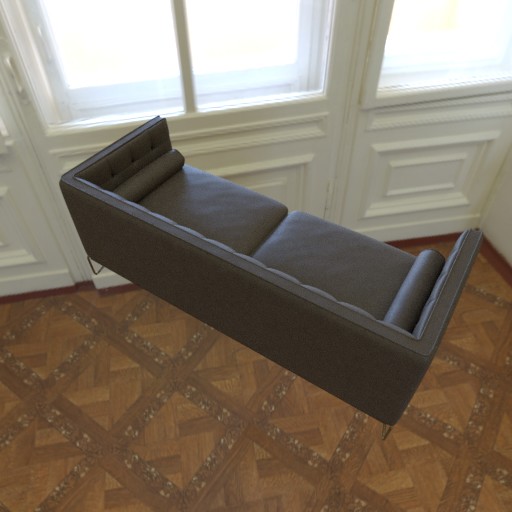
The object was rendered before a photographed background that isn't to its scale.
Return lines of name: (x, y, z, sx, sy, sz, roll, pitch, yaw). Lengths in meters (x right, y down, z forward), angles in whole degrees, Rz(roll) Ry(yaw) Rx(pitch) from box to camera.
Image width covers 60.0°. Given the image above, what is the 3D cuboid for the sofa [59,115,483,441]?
sofa: (0.000, 0.000, 2.528, 2.087, 0.789, 0.867, 25, 51, 22)
